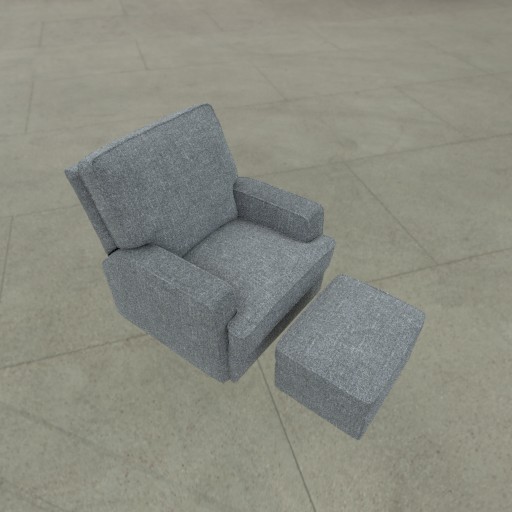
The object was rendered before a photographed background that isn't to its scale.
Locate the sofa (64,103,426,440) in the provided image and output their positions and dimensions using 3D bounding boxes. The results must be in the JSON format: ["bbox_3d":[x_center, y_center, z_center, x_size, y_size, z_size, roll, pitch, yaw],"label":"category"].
[{"bbox_3d":[0.000,0.000,1.993,1.472,0.959,0.861,27,48,27],"label":"sofa"}]
